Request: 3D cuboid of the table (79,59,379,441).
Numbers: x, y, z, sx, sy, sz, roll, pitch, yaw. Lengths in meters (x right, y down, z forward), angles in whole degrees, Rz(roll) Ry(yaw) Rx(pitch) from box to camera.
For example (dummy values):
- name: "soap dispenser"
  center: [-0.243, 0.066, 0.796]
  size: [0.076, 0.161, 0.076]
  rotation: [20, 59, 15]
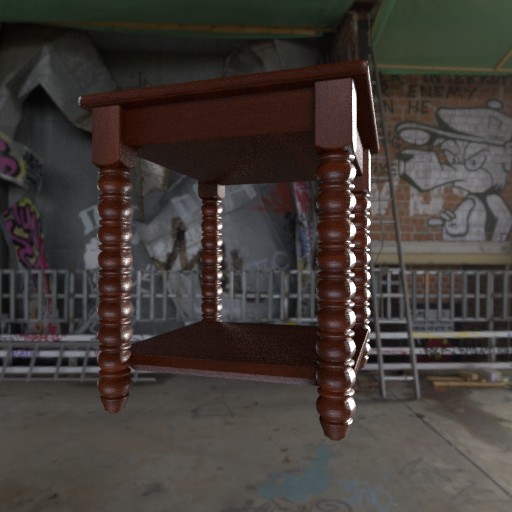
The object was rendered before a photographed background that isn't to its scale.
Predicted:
- name: "table"
  center: [0.000, 0.000, 0.963]
  size: [0.500, 0.567, 0.533]
  rotation: [0, 0, 17]
